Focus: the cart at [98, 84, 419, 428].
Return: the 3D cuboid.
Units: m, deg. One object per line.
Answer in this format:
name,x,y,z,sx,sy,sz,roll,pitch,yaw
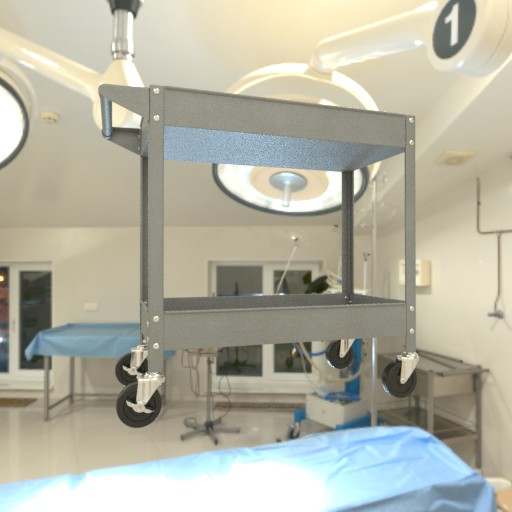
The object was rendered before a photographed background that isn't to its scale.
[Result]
cart,0.000,0.000,1.171,0.779,0.719,0.366,0,0,-18
